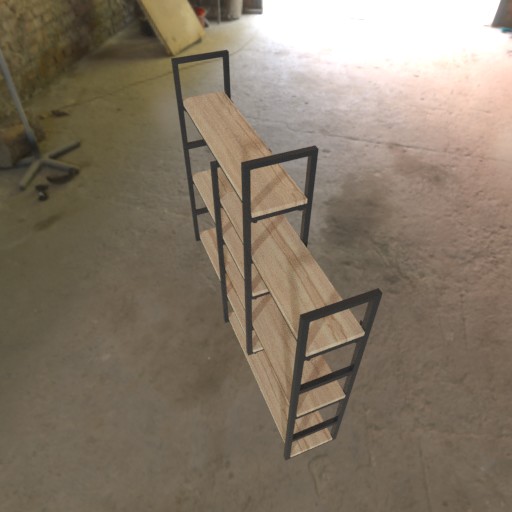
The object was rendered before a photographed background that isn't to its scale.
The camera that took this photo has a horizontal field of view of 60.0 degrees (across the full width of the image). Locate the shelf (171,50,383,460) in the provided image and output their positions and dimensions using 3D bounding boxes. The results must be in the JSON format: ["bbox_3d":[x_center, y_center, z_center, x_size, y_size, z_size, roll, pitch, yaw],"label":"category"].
[{"bbox_3d":[0.000,0.000,1.414,0.183,0.921,0.946,-16,48,-15],"label":"shelf"}]
